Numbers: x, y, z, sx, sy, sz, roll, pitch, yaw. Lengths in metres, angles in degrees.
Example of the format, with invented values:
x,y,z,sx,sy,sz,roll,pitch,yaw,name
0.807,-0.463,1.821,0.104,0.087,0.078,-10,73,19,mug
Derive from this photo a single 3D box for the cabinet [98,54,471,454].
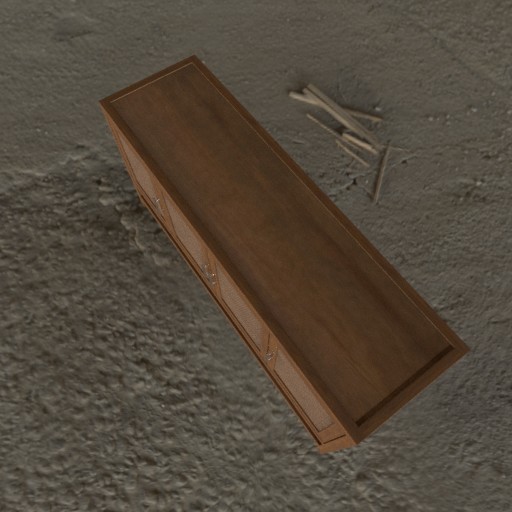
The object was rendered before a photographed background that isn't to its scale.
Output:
x,y,z,sx,sy,sz,roll,pitch,yaw,name
0.000,0.000,2.066,0.522,0.820,1.708,-33,69,-15,cabinet
